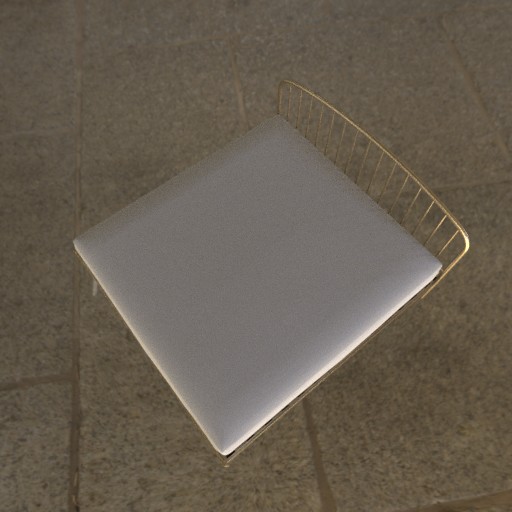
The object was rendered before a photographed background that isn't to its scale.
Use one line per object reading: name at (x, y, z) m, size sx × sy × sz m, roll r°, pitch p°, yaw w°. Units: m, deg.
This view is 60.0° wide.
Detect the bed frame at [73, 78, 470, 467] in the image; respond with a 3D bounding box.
bed frame at (0.000, 0.000, 3.390) m, size 2.152 × 1.174 × 2.016 m, roll -36°, pitch 69°, yaw -16°
